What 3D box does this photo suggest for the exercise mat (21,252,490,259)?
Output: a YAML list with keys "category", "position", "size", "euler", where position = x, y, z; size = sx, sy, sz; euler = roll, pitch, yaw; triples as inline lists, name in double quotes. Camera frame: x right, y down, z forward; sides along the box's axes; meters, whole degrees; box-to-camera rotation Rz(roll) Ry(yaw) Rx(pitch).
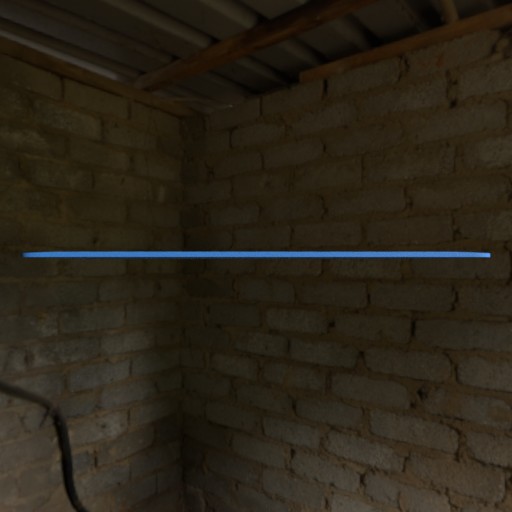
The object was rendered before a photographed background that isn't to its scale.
- category: "exercise mat"
  position: [0.000, 0.000, 2.029]
  size: [1.869, 0.021, 0.616]
  euler: [0, -1, 0]
